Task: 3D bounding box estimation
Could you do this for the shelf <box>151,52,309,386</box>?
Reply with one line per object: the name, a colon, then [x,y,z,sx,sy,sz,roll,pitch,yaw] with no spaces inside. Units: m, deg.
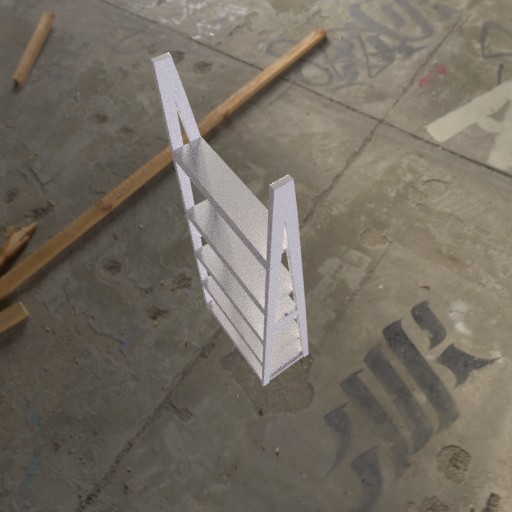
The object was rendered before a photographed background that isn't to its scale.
shelf: [0.000,0.000,2.027,0.341,1.779,0.636,-31,64,-18]
